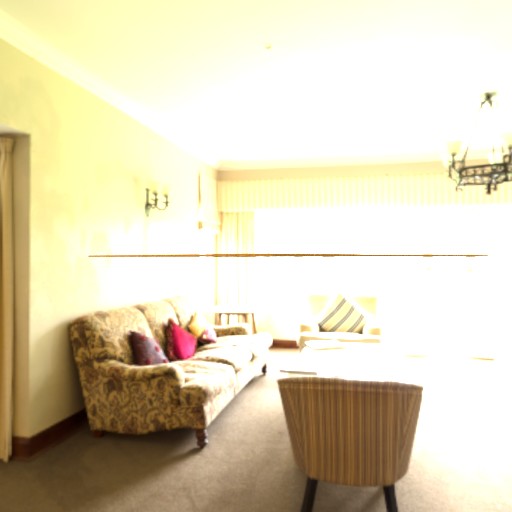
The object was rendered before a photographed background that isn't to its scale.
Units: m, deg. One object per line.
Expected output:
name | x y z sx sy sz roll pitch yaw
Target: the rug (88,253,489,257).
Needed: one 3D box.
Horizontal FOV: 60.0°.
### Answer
rug | 0.000 0.000 2.330 1.219 0.010 1.829 0 0 -36
